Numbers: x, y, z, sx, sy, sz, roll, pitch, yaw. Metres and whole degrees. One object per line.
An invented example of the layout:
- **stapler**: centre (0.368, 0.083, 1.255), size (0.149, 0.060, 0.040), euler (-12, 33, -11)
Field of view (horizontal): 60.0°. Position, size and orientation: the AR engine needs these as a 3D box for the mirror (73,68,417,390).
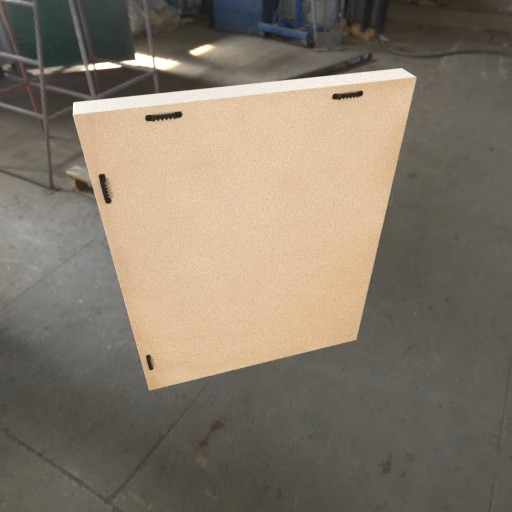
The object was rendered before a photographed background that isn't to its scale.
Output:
- **mirror**: centre (0.000, 0.000, 0.679), size (0.405, 0.508, 0.041), euler (-11, 42, -12)
